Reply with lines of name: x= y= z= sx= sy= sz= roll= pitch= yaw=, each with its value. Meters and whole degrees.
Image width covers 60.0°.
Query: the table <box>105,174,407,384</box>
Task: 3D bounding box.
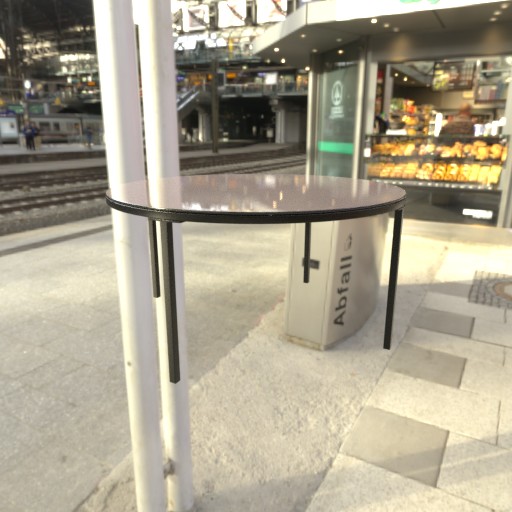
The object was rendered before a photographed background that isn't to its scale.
table: x=0.000 y=0.000 z=1.290 sx=0.800 sy=0.400 sz=0.800 roll=0 pitch=16 yaw=0
